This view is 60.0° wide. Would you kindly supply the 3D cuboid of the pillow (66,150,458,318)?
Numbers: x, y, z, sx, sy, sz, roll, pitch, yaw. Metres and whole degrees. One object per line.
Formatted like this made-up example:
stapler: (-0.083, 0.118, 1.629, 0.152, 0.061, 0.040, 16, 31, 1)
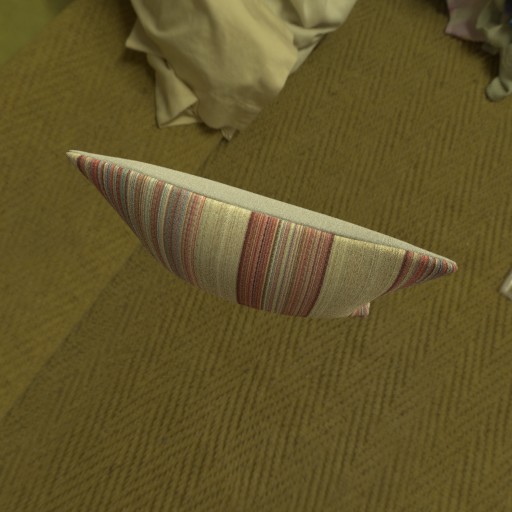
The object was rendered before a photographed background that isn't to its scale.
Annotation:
pillow: (0.000, 0.000, 0.660, 0.437, 0.419, 0.136, 17, 76, 4)
